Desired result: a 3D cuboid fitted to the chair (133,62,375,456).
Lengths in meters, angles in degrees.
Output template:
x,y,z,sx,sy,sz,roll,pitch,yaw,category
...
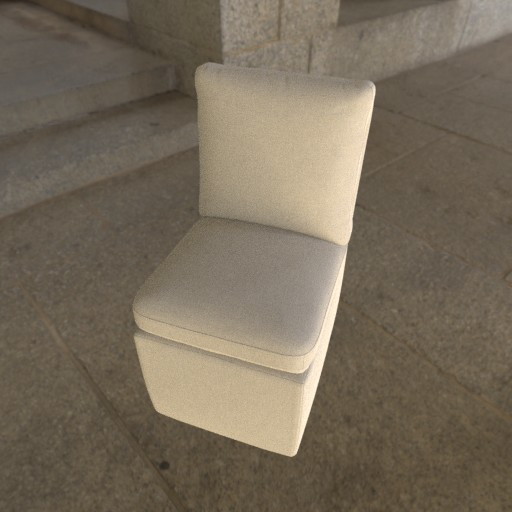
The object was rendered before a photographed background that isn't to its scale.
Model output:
x,y,z,sx,sy,sz,roll,pitch,yaw,category
0.000,0.000,1.310,0.503,0.927,0.698,13,42,15,chair
